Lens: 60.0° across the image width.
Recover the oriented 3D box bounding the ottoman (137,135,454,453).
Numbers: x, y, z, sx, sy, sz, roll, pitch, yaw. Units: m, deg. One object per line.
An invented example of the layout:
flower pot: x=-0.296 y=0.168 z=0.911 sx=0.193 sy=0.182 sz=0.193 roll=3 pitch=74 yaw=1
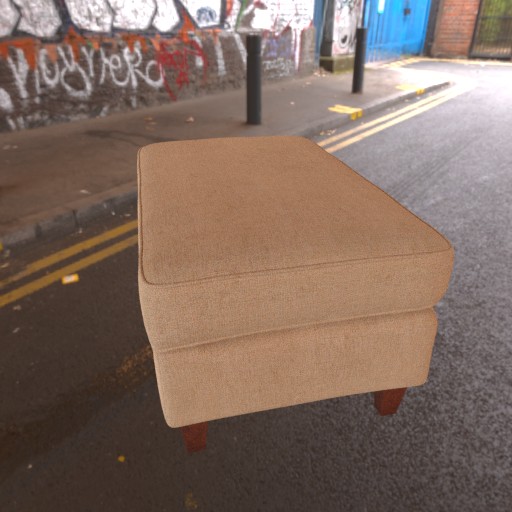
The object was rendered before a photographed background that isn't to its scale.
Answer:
ottoman: x=0.000 y=0.000 z=1.198 sx=0.583 sy=0.484 sz=0.862 roll=-7 pitch=29 yaw=-12
